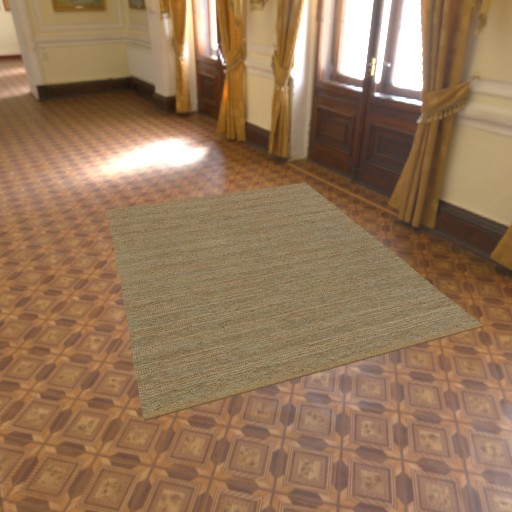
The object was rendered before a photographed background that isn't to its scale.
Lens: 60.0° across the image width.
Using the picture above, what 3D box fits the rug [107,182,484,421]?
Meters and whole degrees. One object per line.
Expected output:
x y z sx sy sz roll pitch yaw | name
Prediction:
0.000 0.000 4.115 2.471 0.012 3.034 -10 32 -17 | rug
